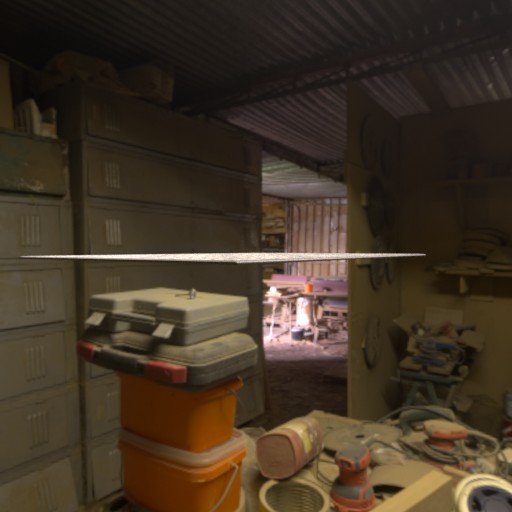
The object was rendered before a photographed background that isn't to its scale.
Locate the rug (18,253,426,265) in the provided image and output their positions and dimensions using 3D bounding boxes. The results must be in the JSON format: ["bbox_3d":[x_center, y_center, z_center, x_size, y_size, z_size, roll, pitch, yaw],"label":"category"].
[{"bbox_3d":[0.000,0.000,2.319,1.224,0.012,1.847,1,1,36],"label":"rug"}]
